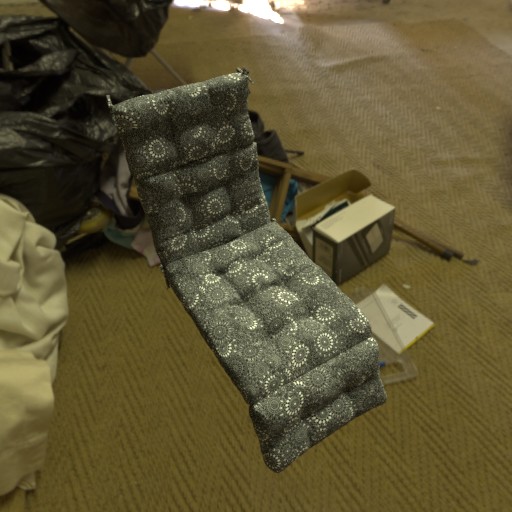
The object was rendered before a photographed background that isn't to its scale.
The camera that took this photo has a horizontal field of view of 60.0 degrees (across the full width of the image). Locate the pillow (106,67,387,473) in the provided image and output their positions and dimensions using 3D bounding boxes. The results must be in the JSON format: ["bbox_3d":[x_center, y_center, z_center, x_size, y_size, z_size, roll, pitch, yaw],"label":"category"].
[{"bbox_3d":[0.000,0.000,1.476,0.526,0.863,1.016,-24,50,-22],"label":"pillow"}]
